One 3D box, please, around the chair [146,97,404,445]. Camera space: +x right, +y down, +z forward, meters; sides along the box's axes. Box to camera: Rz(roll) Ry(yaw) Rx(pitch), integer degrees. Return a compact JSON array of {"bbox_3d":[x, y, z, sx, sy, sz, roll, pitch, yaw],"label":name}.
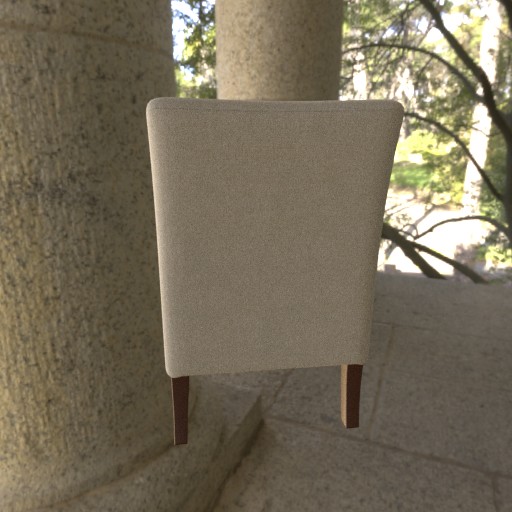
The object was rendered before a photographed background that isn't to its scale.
[{"bbox_3d":[0.000,0.000,1.309,0.521,0.833,0.754,-2,16,-7],"label":"chair"}]
